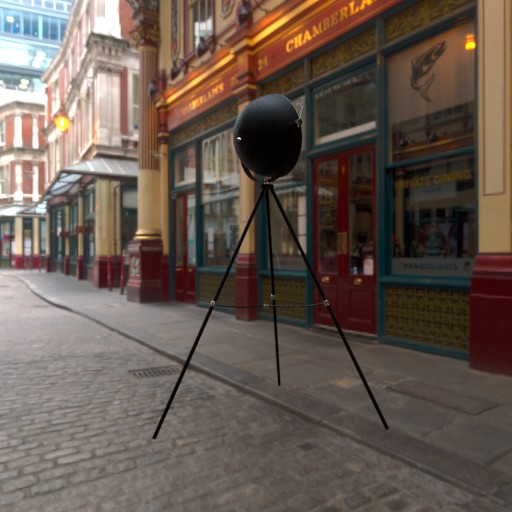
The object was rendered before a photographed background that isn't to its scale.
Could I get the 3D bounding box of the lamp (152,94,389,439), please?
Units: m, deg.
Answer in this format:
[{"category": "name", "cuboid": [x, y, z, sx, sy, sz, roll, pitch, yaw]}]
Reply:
[{"category": "lamp", "cuboid": [0.000, 0.000, 2.021, 0.920, 1.512, 0.817, 0, -1, -35]}]
